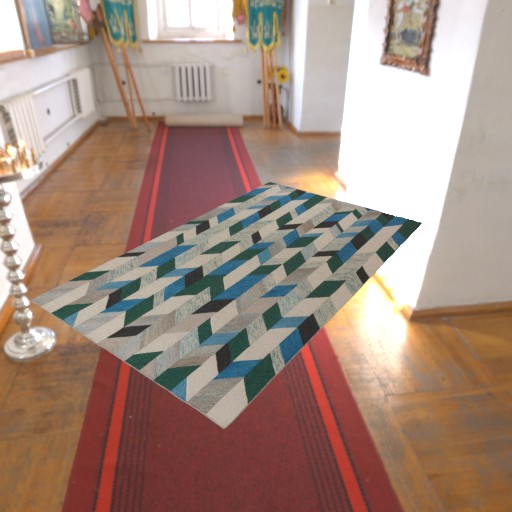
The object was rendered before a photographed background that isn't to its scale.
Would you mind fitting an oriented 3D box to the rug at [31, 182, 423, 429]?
[{"bbox_3d":[0.000,0.000,3.067,1.507,0.007,2.433,21,36,31],"label":"rug"}]
